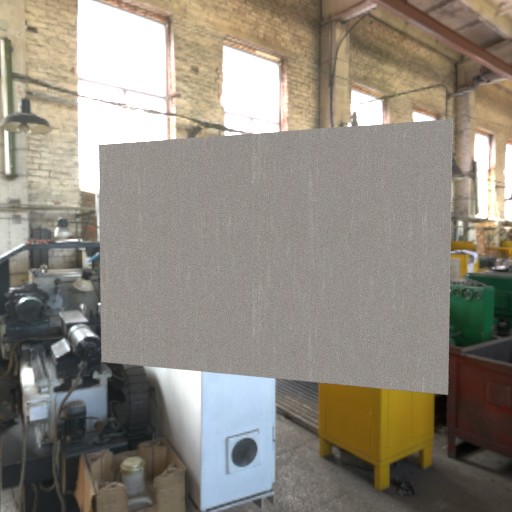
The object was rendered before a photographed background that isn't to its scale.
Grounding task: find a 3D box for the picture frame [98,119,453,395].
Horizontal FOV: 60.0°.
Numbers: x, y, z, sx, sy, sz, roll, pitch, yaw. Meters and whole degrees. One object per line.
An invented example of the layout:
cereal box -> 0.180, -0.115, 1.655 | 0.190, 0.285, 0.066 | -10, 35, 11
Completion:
picture frame -> 0.000, 0.000, 1.179 | 0.950, 0.640, 0.029 | 1, 2, 17
